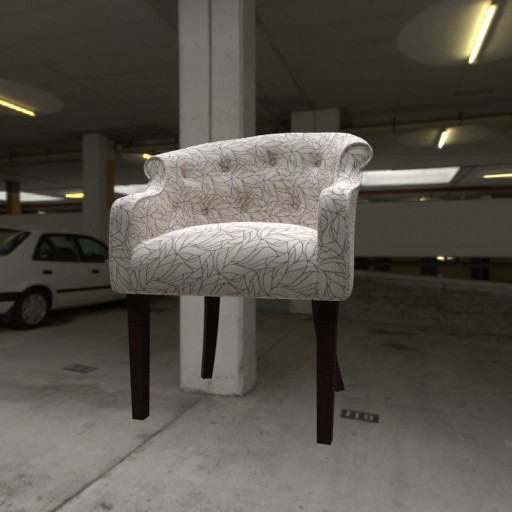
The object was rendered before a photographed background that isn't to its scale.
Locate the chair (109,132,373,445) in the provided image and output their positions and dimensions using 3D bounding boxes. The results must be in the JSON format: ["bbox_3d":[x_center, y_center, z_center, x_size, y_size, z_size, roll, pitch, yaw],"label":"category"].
[{"bbox_3d":[0.000,0.000,1.336,0.686,0.858,0.613,0,1,17],"label":"chair"}]
